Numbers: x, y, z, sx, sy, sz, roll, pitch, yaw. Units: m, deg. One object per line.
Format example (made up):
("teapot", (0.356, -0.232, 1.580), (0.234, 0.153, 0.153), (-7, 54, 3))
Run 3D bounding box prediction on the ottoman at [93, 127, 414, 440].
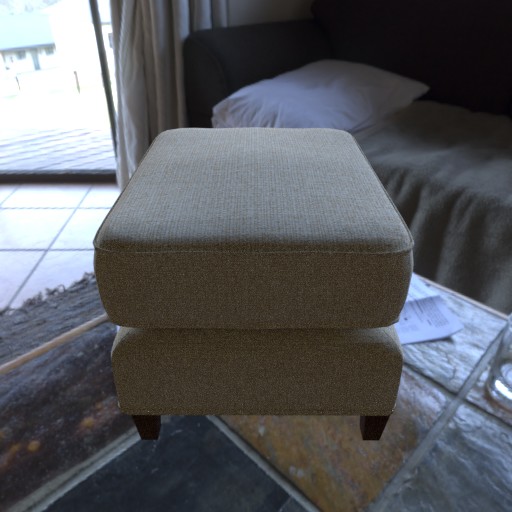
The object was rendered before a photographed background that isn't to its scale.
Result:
("ottoman", (0.000, 0.000, 1.137), (0.589, 0.537, 0.738), (0, 32, 0))
